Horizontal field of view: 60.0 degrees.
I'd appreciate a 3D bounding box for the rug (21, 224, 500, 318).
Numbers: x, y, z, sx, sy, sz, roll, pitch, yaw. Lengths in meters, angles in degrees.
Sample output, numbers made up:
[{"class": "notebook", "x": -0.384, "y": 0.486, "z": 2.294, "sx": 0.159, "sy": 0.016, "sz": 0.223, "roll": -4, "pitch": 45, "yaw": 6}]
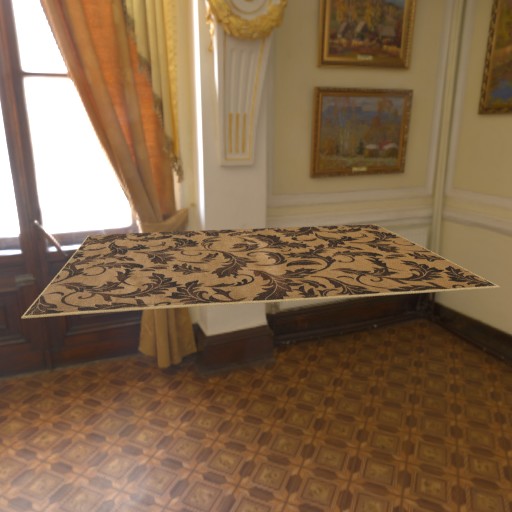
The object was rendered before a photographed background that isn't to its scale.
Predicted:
[{"class": "rug", "x": 0.000, "y": 0.000, "z": 2.784, "sx": 2.284, "sy": 0.008, "sz": 1.522, "roll": -3, "pitch": 17, "yaw": -9}]
